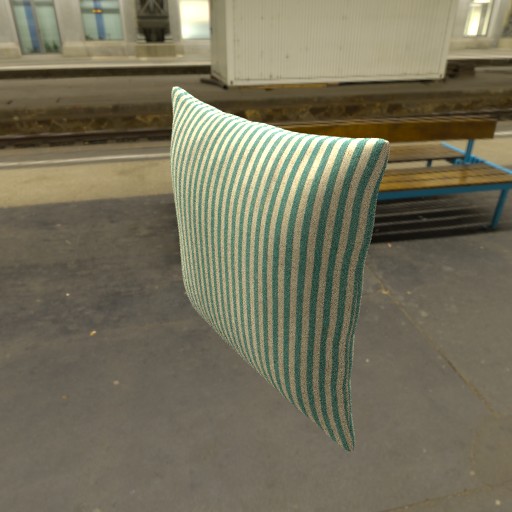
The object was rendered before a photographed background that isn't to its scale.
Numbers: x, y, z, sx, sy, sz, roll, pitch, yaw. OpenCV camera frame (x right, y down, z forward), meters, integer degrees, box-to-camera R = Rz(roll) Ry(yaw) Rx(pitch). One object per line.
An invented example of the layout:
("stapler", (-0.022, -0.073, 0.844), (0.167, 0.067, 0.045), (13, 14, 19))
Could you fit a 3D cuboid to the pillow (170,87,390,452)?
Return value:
("pillow", (0.000, 0.000, 0.784), (0.166, 0.510, 0.523), (-19, 34, -31))
